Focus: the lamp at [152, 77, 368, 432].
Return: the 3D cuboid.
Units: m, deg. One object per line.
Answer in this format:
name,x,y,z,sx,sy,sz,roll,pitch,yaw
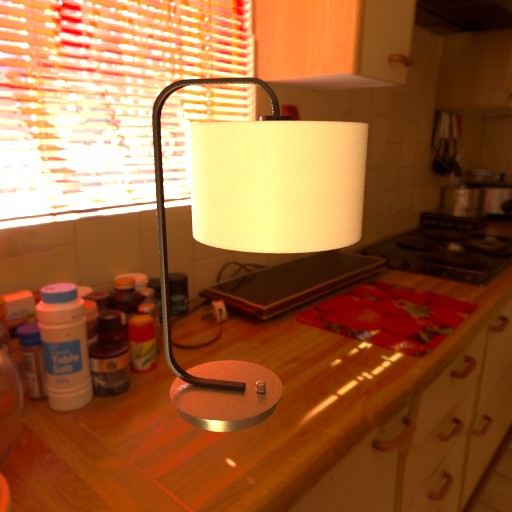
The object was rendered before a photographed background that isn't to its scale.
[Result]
lamp,0.000,0.000,0.628,0.288,0.473,0.230,3,15,11
